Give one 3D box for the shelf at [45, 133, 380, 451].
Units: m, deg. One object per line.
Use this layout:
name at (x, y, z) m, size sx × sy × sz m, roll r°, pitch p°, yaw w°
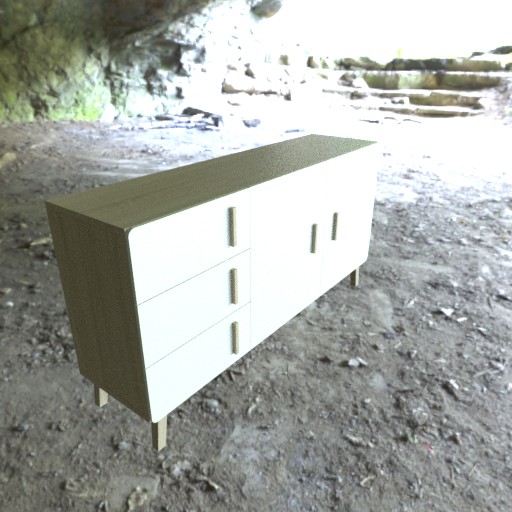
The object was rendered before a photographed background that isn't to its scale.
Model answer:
shelf at (0.000, 0.000, 1.872) m, size 0.400 × 0.780 × 1.490 m, roll 18°, pitch 30°, yaw 34°
